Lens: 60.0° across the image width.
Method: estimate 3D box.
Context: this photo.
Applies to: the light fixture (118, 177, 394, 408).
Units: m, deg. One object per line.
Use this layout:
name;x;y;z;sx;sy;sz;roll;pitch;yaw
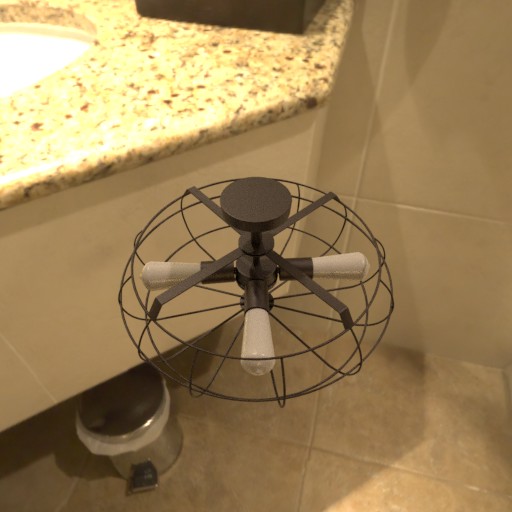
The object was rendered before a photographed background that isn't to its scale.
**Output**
light fixture;0.000;0.000;0.921;0.582;0.311;0.582;0;47;0
